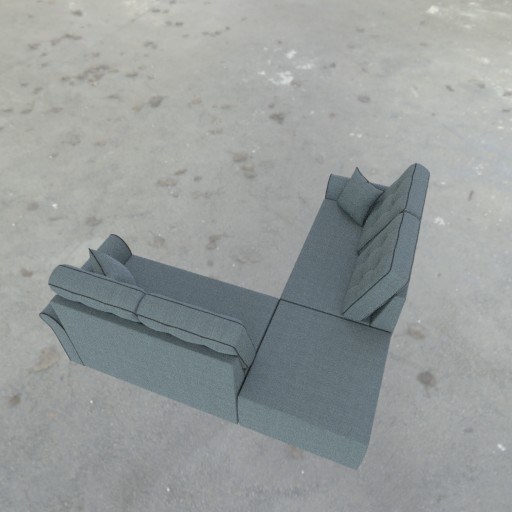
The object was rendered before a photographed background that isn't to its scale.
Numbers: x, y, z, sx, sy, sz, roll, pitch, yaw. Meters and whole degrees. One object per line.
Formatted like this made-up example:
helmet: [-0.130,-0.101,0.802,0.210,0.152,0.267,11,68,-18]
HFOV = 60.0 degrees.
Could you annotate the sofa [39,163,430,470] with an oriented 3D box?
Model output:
sofa: [0.000,0.000,3.202,2.070,0.988,2.068,16,48,14]
